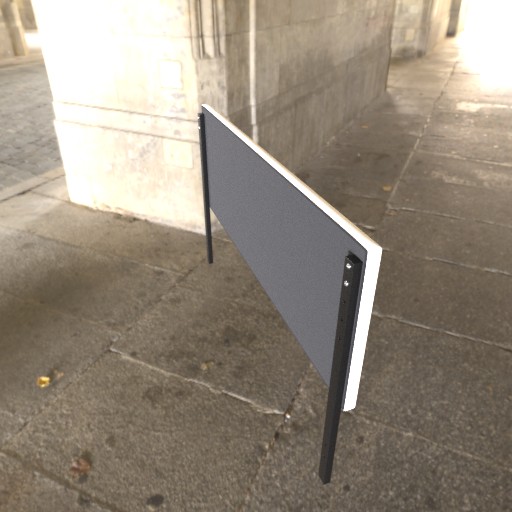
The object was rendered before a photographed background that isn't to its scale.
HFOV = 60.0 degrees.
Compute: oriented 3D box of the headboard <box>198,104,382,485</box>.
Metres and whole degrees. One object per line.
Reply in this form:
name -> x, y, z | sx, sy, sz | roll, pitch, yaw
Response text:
headboard -> 0.000, 0.000, 2.849 | 0.120, 1.410, 2.362 | -11, 33, -17
